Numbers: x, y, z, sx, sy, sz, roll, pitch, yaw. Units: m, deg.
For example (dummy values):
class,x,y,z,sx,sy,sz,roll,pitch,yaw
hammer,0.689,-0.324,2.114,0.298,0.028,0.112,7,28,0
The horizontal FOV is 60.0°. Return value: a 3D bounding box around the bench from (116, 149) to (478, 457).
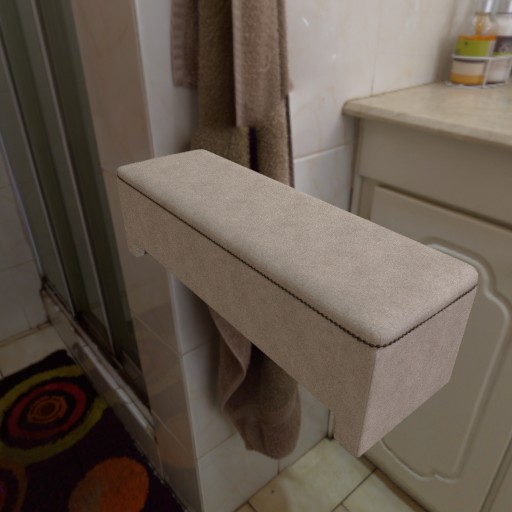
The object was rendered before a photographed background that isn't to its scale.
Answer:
class,x,y,z,sx,sy,sz,roll,pitch,yaw
bench,0.000,0.000,1.711,0.470,0.447,1.482,-22,37,-32
